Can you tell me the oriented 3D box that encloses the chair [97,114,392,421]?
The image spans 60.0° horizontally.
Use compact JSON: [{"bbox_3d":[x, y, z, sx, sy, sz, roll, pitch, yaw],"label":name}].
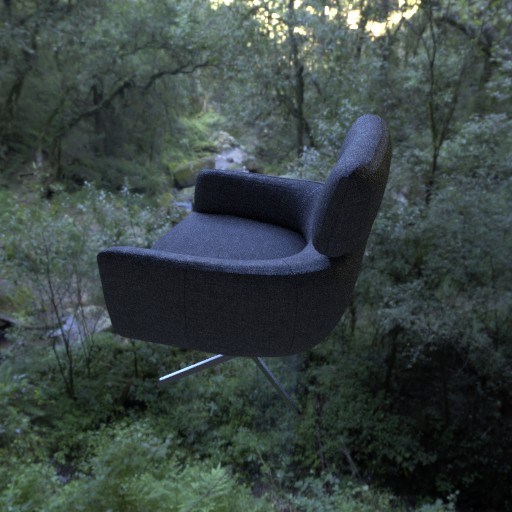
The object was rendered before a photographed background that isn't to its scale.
[{"bbox_3d":[0.000,0.000,1.378,0.715,0.812,0.706,8,31,14],"label":"chair"}]
